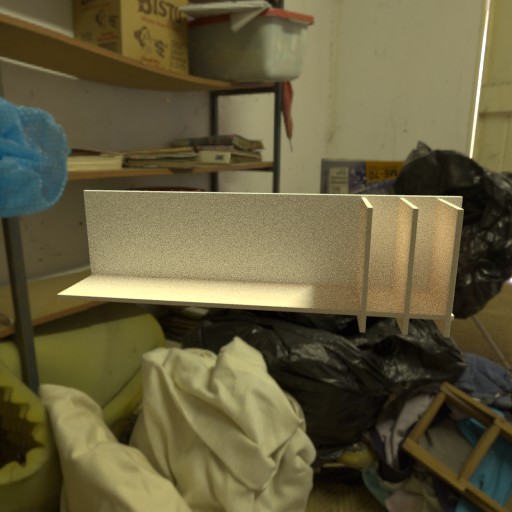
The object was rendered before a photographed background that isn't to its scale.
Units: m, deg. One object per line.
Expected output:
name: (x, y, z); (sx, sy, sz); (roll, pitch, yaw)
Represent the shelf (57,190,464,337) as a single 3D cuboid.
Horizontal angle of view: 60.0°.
shelf: (0.000, 0.000, 1.137); (1.020, 0.300, 0.200); (2, 14, 8)
